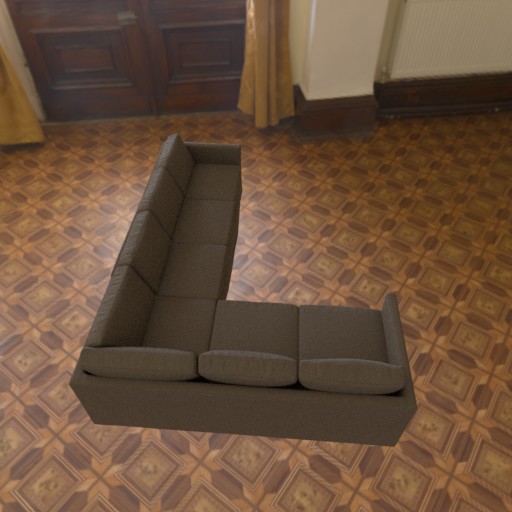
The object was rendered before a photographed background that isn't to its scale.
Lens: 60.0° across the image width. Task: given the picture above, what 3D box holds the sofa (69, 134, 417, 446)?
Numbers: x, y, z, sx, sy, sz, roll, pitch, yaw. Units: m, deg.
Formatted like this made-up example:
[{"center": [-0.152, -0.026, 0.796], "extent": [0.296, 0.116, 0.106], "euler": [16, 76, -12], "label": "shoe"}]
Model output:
[{"center": [0.000, 0.000, 4.308], "extent": [2.432, 0.871, 3.182], "euler": [3, 46, 3], "label": "sofa"}]
